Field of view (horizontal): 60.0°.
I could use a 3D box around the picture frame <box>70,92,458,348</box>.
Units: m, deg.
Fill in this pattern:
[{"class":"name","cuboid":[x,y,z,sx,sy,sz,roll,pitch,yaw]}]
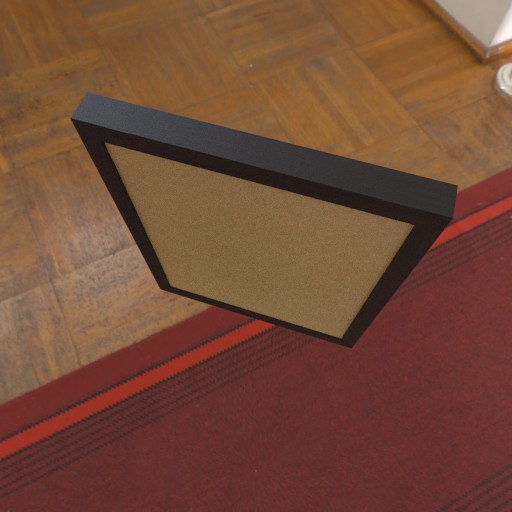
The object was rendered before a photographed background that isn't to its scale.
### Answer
[{"class":"picture frame","cuboid":[0.000,0.000,0.758,0.452,0.555,0.044,16,65,8]}]
